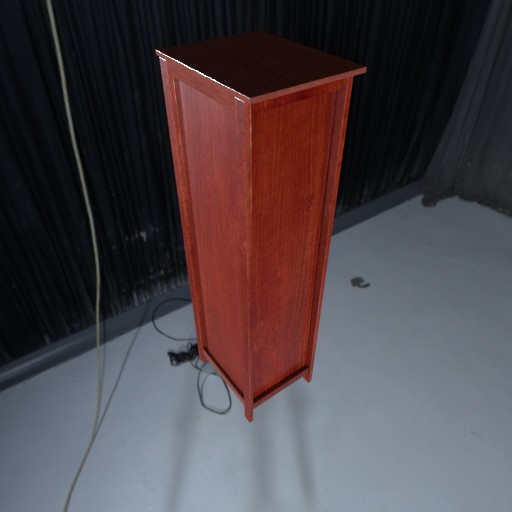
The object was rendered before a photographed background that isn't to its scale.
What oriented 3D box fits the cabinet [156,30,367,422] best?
[{"bbox_3d":[0.000,0.000,1.787,0.401,1.518,0.500,-25,46,-27],"label":"cabinet"}]
